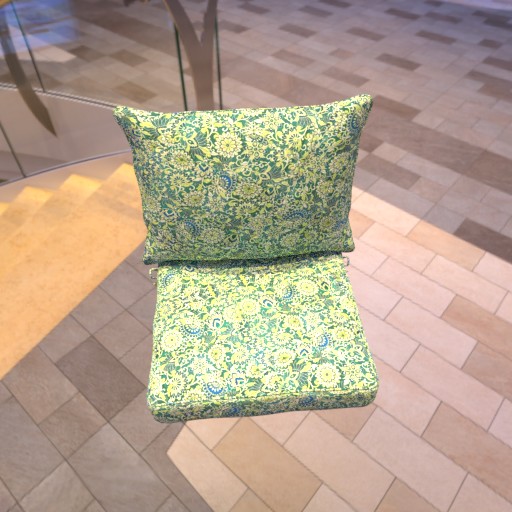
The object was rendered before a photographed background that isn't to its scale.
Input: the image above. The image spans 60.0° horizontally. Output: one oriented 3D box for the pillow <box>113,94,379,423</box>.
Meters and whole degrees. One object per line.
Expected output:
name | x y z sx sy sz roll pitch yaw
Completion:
pillow | 0.000 0.000 1.358 0.798 0.722 0.740 -4 47 -3
